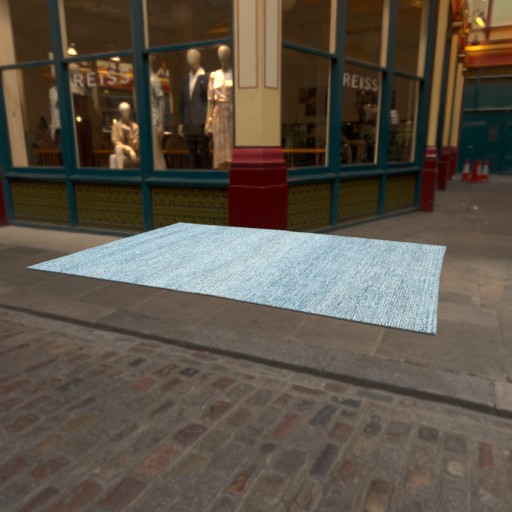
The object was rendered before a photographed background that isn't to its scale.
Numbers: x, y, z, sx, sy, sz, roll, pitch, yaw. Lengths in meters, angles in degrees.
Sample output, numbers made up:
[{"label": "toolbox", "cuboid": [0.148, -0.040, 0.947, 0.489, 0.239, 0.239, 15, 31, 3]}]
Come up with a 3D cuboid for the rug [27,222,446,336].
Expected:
[{"label": "rug", "cuboid": [0.000, 0.000, 2.876, 2.260, 0.026, 1.611, 7, 16, 24]}]
